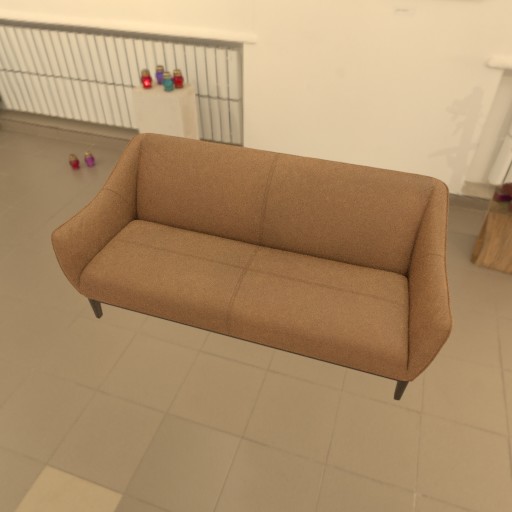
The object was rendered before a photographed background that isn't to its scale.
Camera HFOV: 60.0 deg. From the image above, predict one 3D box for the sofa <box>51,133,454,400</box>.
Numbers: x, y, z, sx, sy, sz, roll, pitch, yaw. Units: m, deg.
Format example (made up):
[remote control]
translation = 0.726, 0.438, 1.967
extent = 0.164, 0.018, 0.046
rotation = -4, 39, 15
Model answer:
[sofa]
translation = 0.000, 0.000, 2.407
extent = 1.928, 0.830, 0.869
rotation = 12, 42, 14
